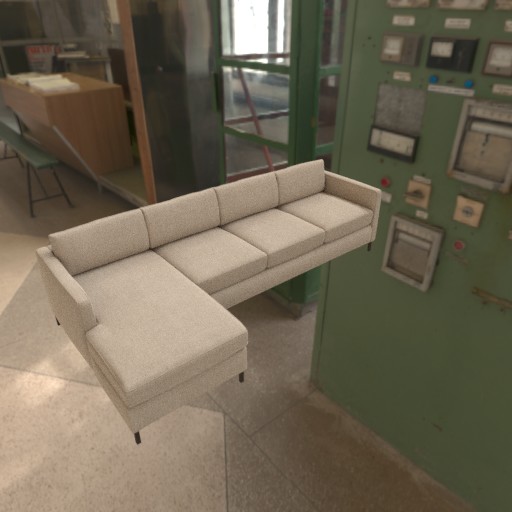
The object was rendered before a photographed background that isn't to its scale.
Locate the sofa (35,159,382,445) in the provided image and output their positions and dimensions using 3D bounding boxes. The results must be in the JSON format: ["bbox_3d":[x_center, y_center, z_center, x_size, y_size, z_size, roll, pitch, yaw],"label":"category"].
[{"bbox_3d":[0.000,0.000,3.540,2.923,0.816,1.469,-22,36,-33],"label":"sofa"}]
